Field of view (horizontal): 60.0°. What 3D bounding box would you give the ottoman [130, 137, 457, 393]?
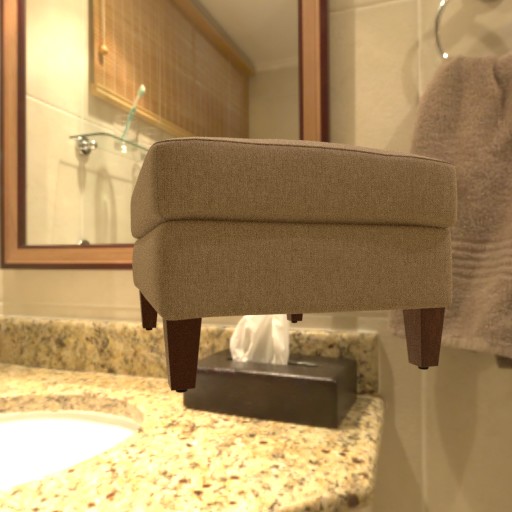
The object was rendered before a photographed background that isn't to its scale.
[{"bbox_3d":[0.000,0.000,1.286,0.677,0.519,0.898,0,0,-18],"label":"ottoman"}]
